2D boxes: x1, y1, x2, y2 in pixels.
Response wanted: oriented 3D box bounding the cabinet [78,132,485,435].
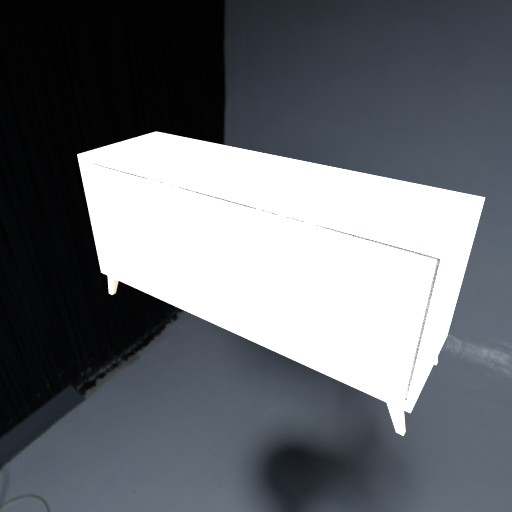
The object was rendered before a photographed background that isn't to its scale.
[{"bbox_3d":[0.000,0.000,2.009,1.649,0.780,0.500,19,35,29],"label":"cabinet"}]
